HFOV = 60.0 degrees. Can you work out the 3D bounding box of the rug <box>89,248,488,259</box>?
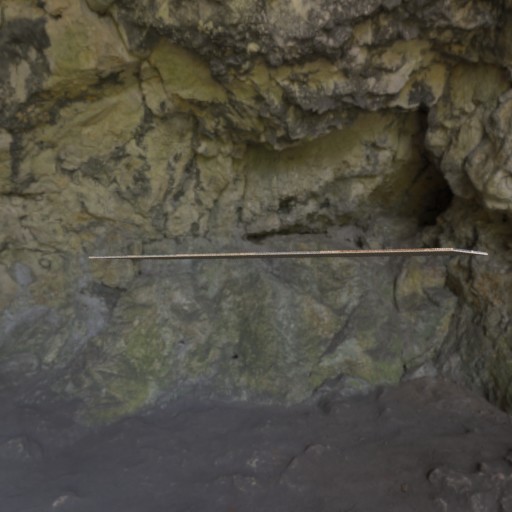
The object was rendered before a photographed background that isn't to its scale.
[{"bbox_3d":[0.000,0.000,2.554,2.287,0.011,0.687,-1,-2,37],"label":"rug"}]
